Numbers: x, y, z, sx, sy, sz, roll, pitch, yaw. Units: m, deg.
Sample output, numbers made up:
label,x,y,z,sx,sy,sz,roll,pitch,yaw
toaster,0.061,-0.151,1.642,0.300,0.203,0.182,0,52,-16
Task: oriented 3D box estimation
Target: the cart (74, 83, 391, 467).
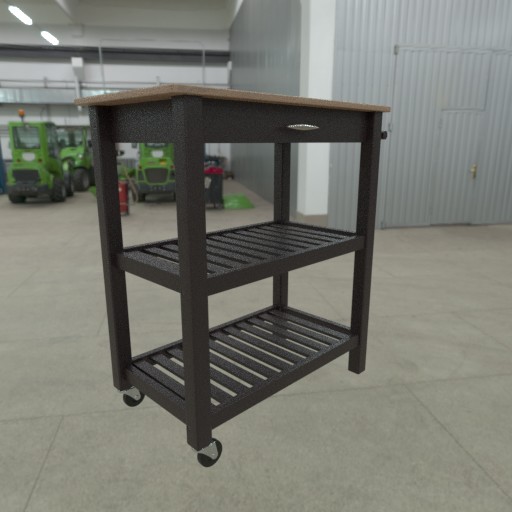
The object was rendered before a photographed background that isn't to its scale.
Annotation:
label,x,y,z,sx,sy,sz,roll,pitch,yaw
cart,0.000,0.000,1.423,0.899,0.927,0.457,-14,20,-43
